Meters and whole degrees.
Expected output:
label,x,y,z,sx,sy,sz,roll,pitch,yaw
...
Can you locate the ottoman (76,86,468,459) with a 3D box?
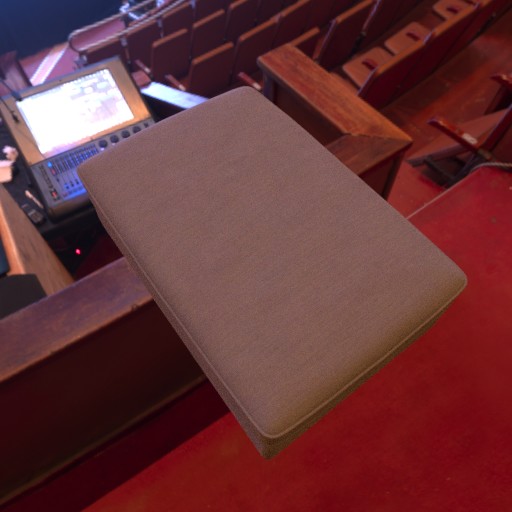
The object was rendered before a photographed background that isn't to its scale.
label,x,y,z,sx,sy,sz,roll,pitch,yaw
ottoman,0.000,0.000,1.318,0.636,0.480,0.941,-32,63,-18
